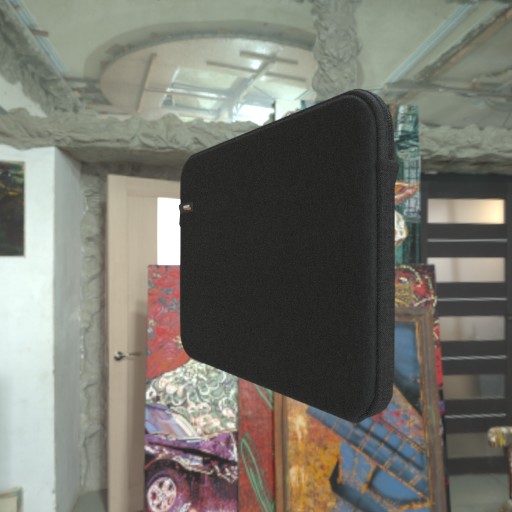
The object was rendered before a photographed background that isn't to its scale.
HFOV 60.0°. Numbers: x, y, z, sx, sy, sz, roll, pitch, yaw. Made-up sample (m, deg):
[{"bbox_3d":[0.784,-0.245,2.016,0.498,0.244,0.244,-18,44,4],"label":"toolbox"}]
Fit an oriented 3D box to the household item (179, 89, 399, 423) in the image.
[{"bbox_3d":[0.000,0.000,0.535,0.030,0.305,0.396,0,0,-36],"label":"household item"}]
